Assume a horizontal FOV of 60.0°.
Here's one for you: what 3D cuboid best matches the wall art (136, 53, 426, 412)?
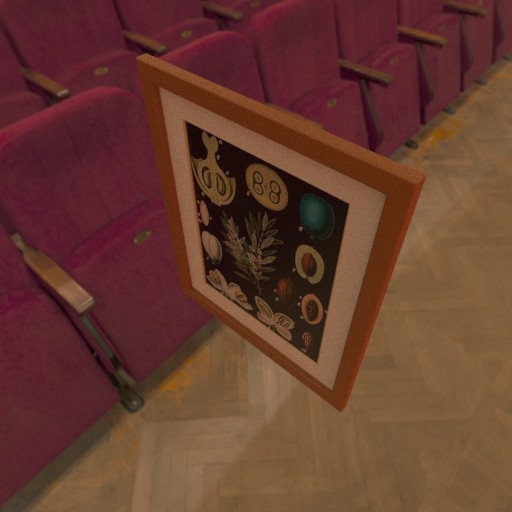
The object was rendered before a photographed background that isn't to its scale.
[{"bbox_3d":[0.000,0.000,0.518,0.310,0.379,0.015,33,55,26],"label":"wall art"}]
